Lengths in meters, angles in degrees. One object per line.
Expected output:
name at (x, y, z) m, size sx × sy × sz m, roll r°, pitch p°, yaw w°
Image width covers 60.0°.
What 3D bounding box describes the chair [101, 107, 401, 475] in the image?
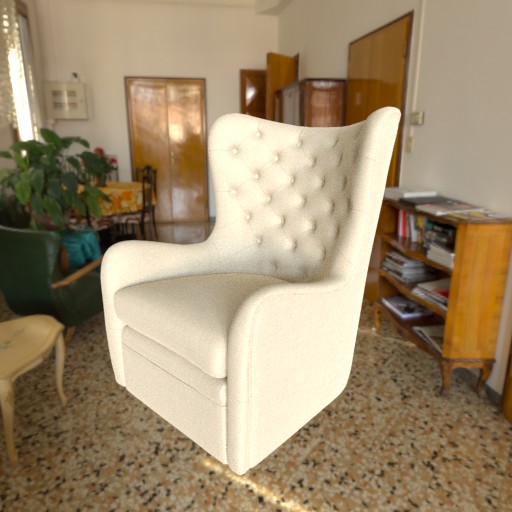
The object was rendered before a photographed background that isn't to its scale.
chair at (0.000, 0.000, 1.703) m, size 0.831 × 1.079 × 0.929 m, roll 15°, pitch 21°, yaw 43°
